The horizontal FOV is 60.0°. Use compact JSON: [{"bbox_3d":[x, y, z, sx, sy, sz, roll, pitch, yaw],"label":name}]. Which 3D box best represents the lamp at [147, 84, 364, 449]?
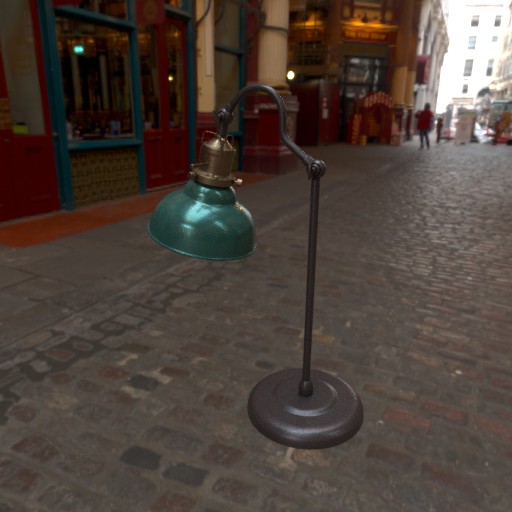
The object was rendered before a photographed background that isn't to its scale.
[{"bbox_3d":[0.000,0.000,0.701,0.374,0.508,0.192,9,20,25],"label":"lamp"}]
